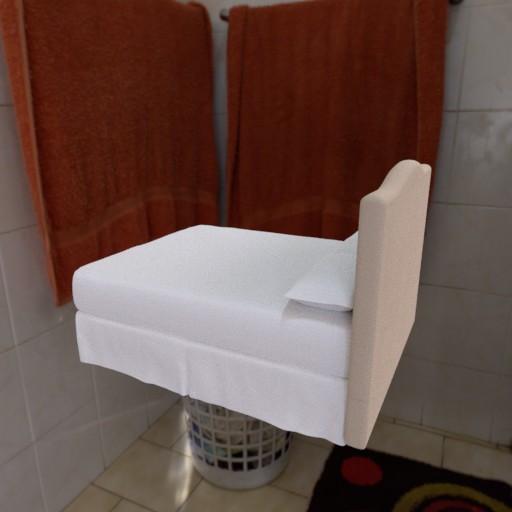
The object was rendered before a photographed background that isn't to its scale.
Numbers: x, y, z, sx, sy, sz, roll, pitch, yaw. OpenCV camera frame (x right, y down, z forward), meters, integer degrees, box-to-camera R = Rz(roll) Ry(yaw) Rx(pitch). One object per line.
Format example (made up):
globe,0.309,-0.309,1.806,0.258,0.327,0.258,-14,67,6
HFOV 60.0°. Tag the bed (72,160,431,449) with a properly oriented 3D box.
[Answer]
bed,0.000,0.000,3.136,2.052,1.398,1.678,8,19,26
